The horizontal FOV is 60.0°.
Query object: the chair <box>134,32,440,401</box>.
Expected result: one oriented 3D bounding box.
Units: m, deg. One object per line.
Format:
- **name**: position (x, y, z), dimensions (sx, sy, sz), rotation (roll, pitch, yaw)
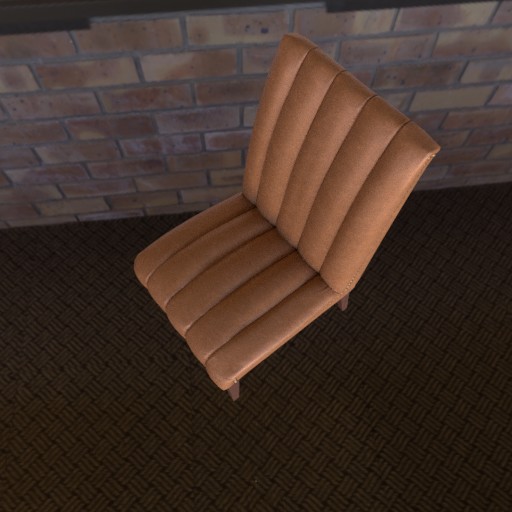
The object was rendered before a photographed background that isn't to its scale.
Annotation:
- **chair**: position (0.000, 0.000, 1.373), dimensions (0.647, 1.016, 0.511), rotation (-35, 68, -16)
